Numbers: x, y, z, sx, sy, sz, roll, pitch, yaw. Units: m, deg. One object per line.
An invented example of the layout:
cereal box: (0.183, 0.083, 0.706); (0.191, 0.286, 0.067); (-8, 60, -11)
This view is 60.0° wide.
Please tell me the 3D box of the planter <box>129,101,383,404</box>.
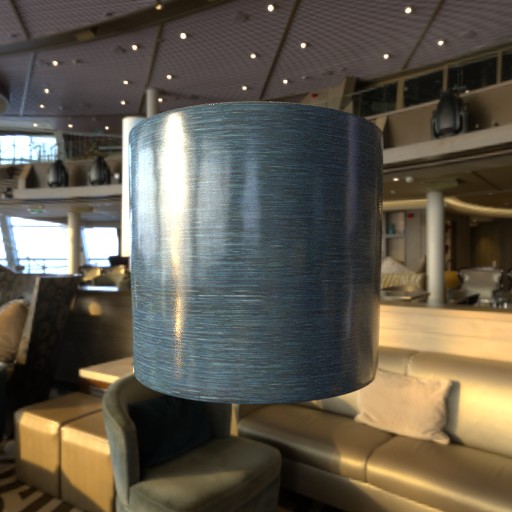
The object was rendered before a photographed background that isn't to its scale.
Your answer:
planter: (0.000, 0.000, 0.400); (0.221, 0.201, 0.221); (0, 0, 0)
